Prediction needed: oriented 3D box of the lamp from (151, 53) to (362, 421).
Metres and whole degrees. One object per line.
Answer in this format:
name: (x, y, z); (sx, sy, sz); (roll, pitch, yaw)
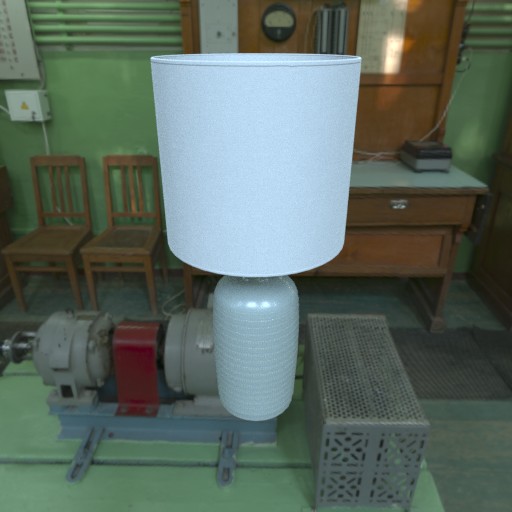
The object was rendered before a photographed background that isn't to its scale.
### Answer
lamp: (0.000, 0.000, 0.578); (0.220, 0.475, 0.220); (0, 26, 0)
